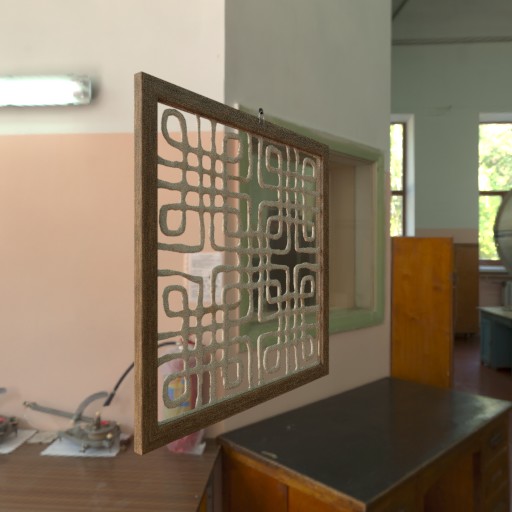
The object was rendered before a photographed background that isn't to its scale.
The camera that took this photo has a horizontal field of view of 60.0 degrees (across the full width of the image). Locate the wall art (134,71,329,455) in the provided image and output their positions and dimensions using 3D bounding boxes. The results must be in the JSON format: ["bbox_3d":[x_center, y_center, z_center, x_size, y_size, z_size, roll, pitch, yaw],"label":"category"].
[{"bbox_3d":[0.000,0.000,0.871,0.021,0.582,0.561,0,0,38],"label":"wall art"}]
